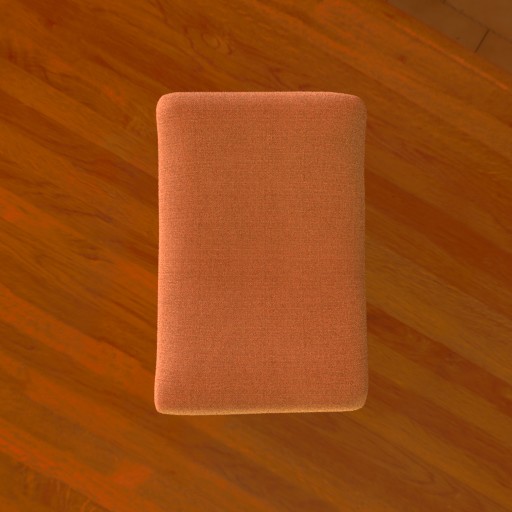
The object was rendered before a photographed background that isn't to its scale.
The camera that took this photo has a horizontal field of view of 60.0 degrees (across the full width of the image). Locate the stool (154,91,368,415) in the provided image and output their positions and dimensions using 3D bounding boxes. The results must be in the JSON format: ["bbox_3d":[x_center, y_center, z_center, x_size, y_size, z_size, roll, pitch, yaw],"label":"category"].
[{"bbox_3d":[0.000,0.000,1.043,0.363,0.768,0.509,0,89,-1],"label":"stool"}]
